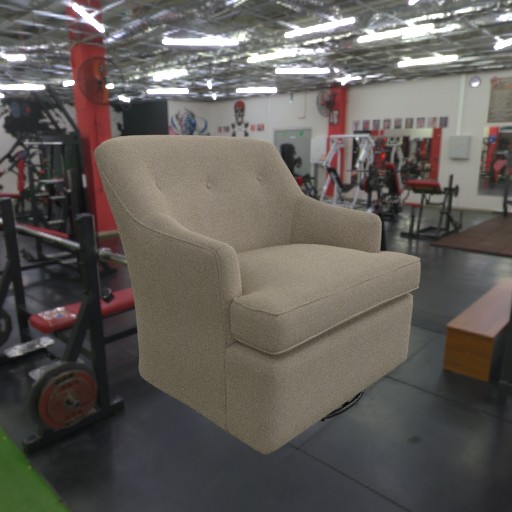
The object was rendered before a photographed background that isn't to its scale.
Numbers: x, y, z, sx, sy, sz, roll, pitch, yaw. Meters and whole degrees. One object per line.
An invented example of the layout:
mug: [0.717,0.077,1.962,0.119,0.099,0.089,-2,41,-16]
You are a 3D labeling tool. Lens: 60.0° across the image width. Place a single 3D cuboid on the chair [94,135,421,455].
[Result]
chair: [0.000,0.000,1.607,0.864,0.856,0.923,-14,20,-43]
